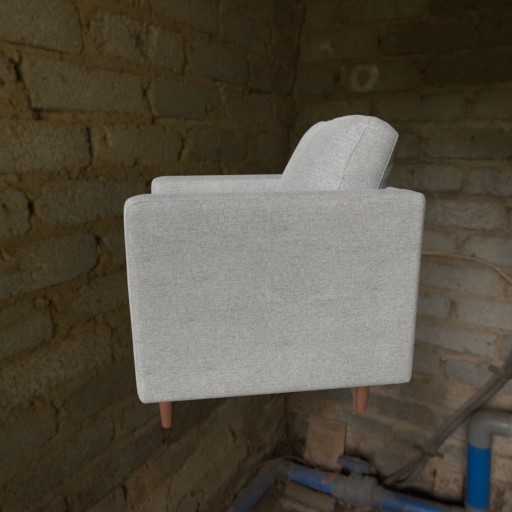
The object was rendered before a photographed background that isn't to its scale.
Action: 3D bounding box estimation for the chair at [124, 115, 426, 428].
[{"bbox_3d":[0.000,0.000,1.549,0.800,0.927,0.855,-2,14,-7],"label":"chair"}]
